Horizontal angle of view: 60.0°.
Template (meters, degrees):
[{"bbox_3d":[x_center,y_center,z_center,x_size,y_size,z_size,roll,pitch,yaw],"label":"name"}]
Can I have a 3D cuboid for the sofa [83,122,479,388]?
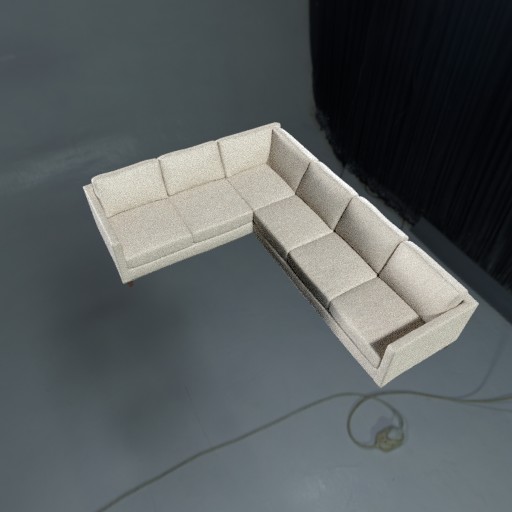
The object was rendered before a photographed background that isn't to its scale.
[{"bbox_3d":[0.000,0.000,4.342,2.432,0.863,3.182,-23,51,-20],"label":"sofa"}]
